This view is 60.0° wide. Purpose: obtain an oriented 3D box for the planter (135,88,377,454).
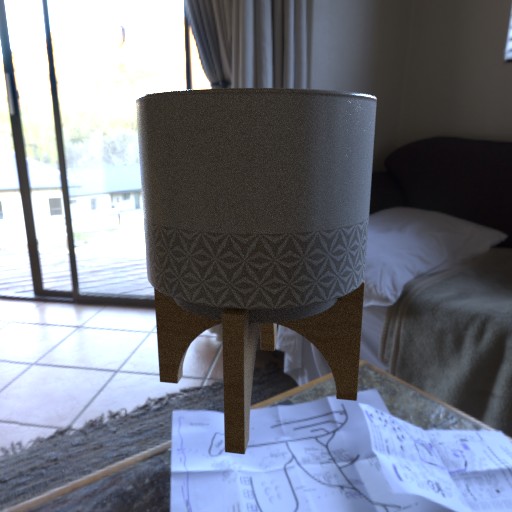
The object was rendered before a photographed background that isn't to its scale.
[{"bbox_3d":[0.000,0.000,0.516,0.249,0.343,0.249,0,15,0],"label":"planter"}]
